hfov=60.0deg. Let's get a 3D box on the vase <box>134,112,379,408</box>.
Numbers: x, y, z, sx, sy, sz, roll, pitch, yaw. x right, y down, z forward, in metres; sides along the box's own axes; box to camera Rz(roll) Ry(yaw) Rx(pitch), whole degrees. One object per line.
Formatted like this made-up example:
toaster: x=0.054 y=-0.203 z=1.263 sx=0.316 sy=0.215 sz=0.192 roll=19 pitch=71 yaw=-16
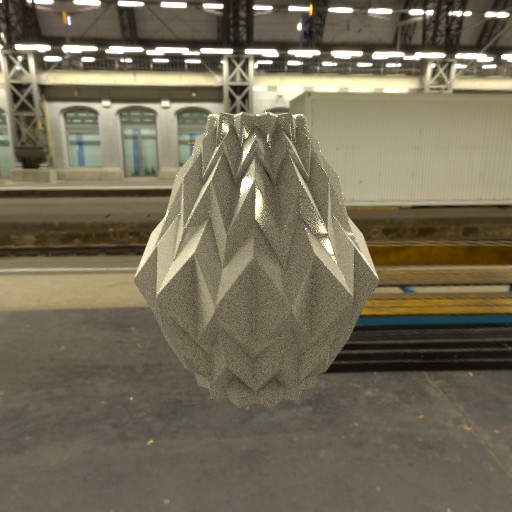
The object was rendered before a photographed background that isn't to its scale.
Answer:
vase: x=0.000 y=0.000 z=0.306 sx=0.164 sy=0.185 sz=0.164 roll=0 pitch=14 yaw=0
